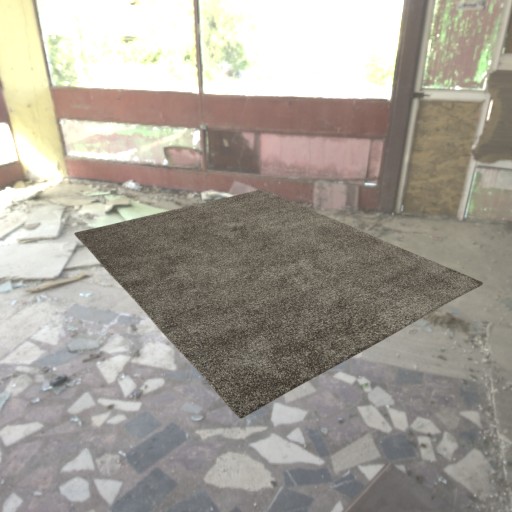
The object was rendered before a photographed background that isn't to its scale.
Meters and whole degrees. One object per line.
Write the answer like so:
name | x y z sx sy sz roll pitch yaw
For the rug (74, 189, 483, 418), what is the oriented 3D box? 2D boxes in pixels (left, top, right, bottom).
rug | 0.000 0.000 4.063 2.401 0.025 3.000 -18 32 -32
